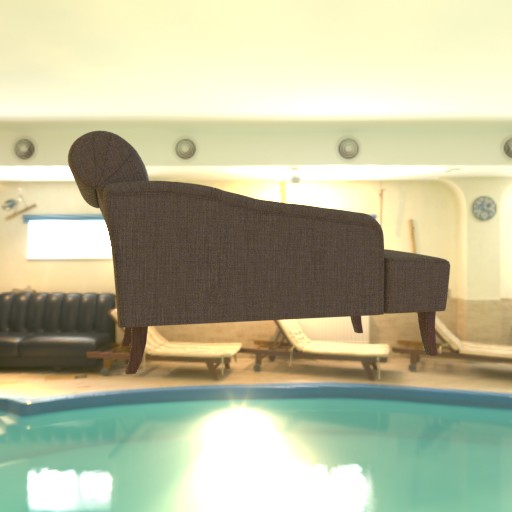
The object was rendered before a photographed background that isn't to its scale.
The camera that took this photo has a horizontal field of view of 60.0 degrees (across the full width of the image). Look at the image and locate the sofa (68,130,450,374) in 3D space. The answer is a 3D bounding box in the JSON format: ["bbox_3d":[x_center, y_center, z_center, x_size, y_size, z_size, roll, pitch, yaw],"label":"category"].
[{"bbox_3d":[0.000,0.000,1.807,1.379,0.787,0.675,0,0,-18],"label":"sofa"}]
